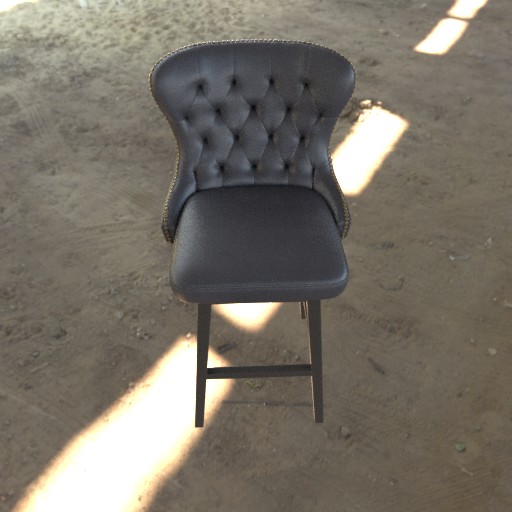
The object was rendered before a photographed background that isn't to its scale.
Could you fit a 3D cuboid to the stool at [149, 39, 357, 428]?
[{"bbox_3d":[0.000,0.000,1.342,0.528,1.050,0.601,-2,47,-2],"label":"stool"}]
